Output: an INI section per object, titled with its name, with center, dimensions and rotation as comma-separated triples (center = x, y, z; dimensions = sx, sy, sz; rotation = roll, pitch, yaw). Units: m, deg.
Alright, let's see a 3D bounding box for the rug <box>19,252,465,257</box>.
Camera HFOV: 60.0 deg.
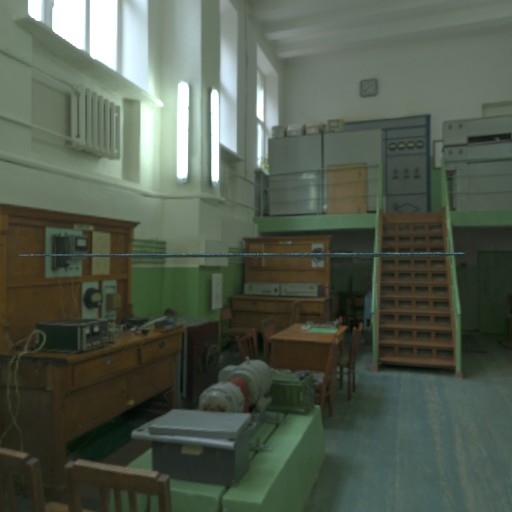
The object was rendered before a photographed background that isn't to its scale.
[rug]
center = 0.000, 0.000, 4.214
dimensions = 3.291, 0.013, 2.337
rotation = 0, -1, 17
